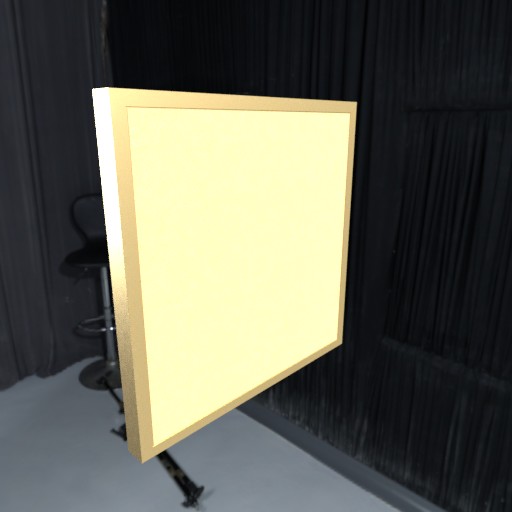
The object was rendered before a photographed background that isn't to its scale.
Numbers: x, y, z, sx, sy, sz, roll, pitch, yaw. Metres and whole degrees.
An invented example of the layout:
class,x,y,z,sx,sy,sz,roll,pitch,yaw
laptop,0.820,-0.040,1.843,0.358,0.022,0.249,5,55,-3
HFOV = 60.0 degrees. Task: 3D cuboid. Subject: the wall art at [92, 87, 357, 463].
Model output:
class,x,y,z,sx,sy,sz,roll,pitch,yaw
wall art,0.000,0.000,1.902,0.095,1.284,1.284,16,23,42
